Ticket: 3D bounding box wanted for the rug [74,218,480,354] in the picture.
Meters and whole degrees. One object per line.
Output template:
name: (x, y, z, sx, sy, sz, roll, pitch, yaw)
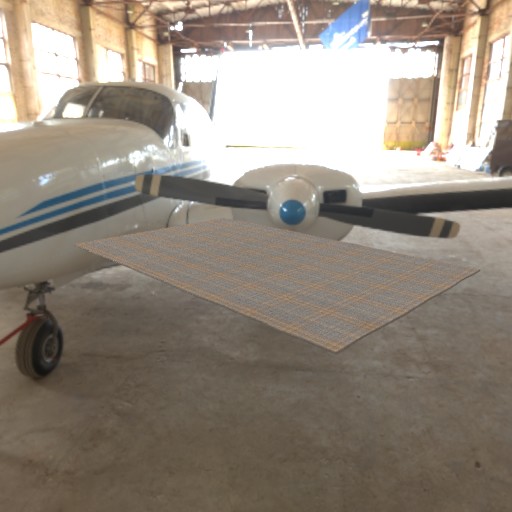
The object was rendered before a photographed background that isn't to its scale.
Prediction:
rug: (0.000, 0.000, 3.098, 1.545, 0.016, 2.460, -15, 22, -43)
